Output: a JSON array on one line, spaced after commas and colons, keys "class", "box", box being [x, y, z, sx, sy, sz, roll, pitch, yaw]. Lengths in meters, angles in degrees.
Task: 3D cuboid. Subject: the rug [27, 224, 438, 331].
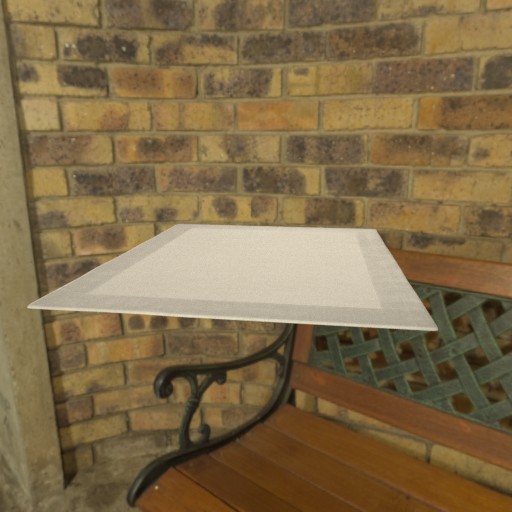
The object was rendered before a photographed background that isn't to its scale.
[{"class": "rug", "box": [0.000, 0.000, 3.972, 2.430, 0.018, 2.976, 2, 14, 8]}]
